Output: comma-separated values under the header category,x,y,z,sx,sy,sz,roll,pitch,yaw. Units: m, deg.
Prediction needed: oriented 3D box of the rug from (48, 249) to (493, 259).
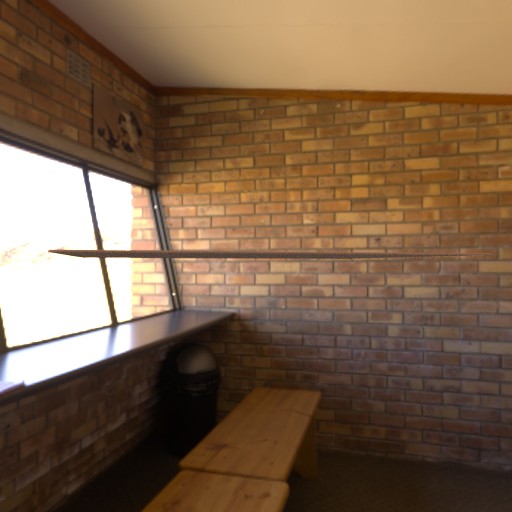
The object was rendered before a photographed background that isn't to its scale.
category,x,y,z,sx,sy,sz,roll,pitch,yaw
rug,0.000,0.000,2.731,2.134,0.013,1.524,0,-1,-17
